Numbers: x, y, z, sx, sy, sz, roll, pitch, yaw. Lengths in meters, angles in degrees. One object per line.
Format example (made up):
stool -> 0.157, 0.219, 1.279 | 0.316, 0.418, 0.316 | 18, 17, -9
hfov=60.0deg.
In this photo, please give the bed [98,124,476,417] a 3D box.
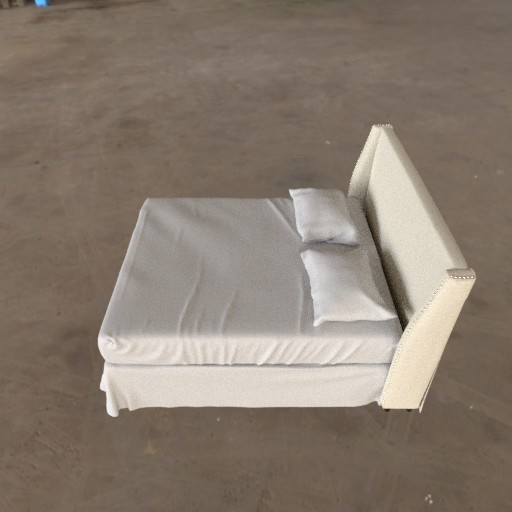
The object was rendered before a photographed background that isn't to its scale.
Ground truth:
bed -> 0.000, 0.000, 3.390 | 2.276, 1.332, 1.925 | 0, 40, 0
